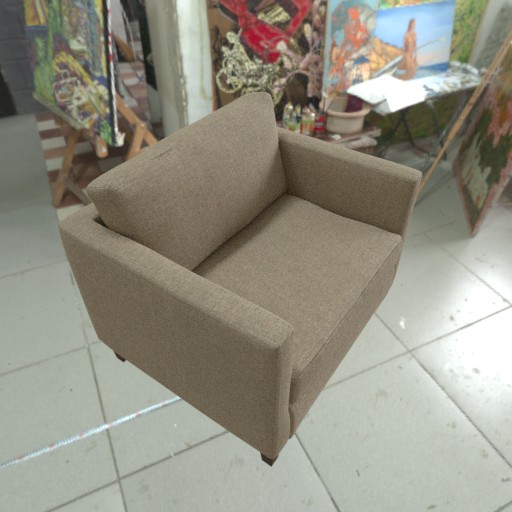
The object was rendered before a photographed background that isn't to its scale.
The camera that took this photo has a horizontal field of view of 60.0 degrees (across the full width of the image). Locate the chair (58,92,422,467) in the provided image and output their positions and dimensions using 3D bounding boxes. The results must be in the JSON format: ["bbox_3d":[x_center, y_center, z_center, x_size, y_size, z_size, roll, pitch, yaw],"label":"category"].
[{"bbox_3d":[0.000,0.000,1.835,0.959,0.987,1.107,25,47,26],"label":"chair"}]
